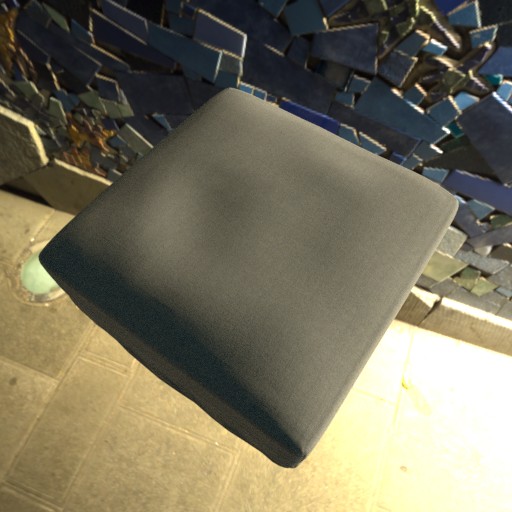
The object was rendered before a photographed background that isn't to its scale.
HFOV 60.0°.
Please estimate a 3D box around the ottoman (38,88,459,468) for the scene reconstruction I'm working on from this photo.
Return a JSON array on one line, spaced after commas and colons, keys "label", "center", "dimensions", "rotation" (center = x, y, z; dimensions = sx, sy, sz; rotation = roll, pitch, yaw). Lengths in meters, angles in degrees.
[{"label": "ottoman", "center": [0.000, 0.000, 1.316], "dimensions": [0.843, 0.436, 0.840], "rotation": [32, 64, 18]}]
